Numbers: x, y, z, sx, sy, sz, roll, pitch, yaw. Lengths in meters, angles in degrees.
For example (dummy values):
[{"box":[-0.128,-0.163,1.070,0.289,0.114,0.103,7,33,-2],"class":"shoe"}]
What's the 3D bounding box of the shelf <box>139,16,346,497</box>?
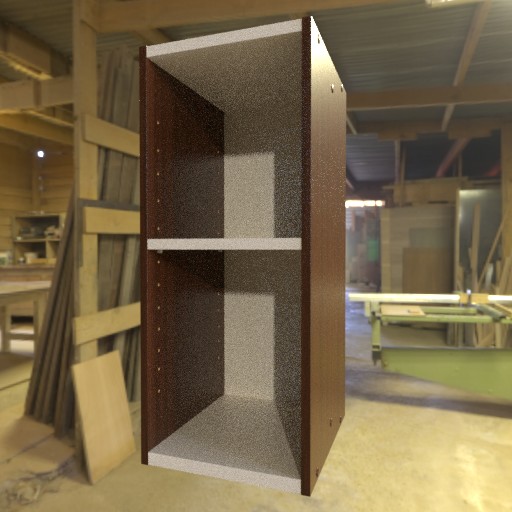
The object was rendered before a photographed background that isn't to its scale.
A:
[{"box":[0.000,0.000,0.731,0.253,0.600,0.290,0,1,20],"class":"shelf"}]
